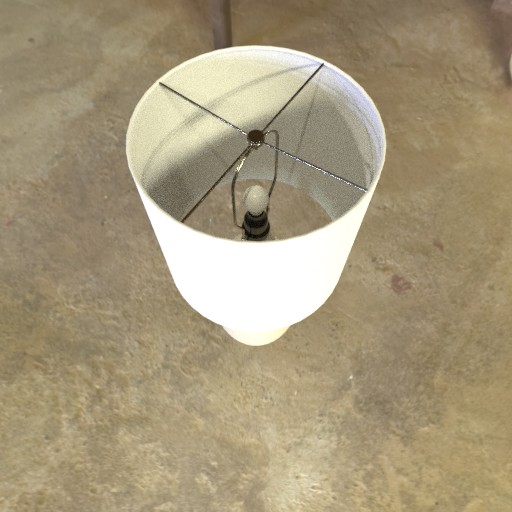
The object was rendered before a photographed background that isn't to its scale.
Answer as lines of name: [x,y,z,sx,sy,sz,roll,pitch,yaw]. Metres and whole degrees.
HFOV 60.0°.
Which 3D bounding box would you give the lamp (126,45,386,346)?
lamp: [0.000,0.000,0.572,0.217,0.453,0.217,31,67,15]
